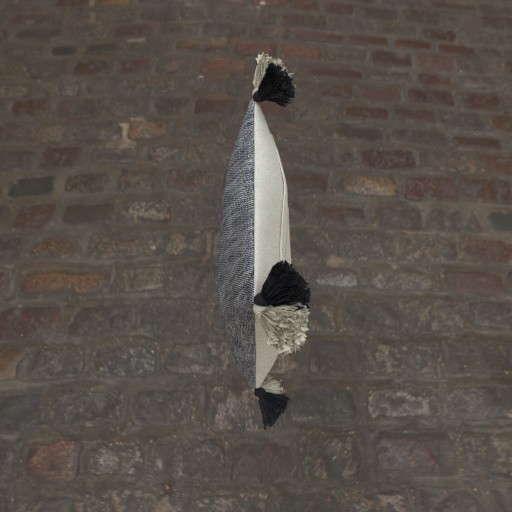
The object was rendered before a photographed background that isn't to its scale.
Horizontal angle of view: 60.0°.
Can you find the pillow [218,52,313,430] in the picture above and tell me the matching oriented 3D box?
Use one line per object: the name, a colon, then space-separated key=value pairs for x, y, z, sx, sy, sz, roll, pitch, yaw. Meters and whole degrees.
pillow: x=0.000 y=0.000 z=1.000 sx=0.170 sy=0.659 sz=0.654 roll=0 pitch=59 yaw=0
